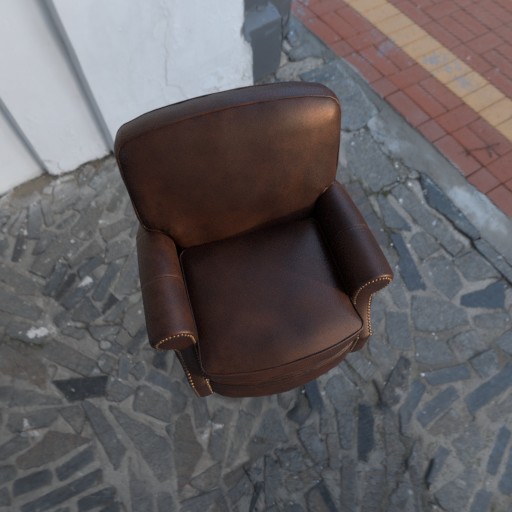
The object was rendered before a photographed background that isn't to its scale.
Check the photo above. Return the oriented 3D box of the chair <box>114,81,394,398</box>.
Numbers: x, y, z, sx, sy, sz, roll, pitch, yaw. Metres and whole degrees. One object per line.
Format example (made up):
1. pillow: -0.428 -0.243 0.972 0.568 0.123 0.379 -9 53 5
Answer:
1. chair: 0.000 0.000 1.793 0.936 1.018 0.986 -15 65 -7
